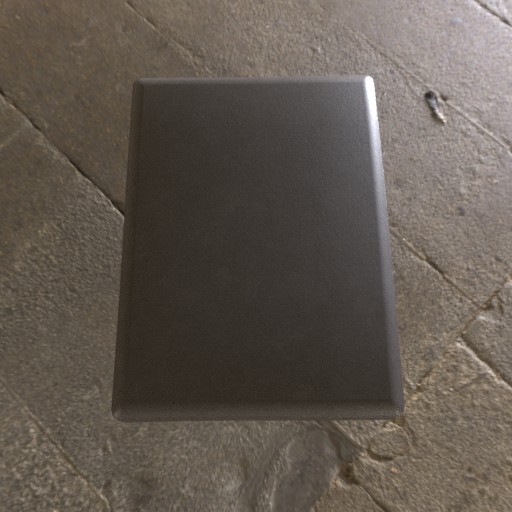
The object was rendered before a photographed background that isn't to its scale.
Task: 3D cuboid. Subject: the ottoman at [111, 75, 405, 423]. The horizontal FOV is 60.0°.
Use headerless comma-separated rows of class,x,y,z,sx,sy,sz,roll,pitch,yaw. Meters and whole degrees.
ottoman,0.000,0.000,1.174,0.590,0.498,0.795,-1,75,0
